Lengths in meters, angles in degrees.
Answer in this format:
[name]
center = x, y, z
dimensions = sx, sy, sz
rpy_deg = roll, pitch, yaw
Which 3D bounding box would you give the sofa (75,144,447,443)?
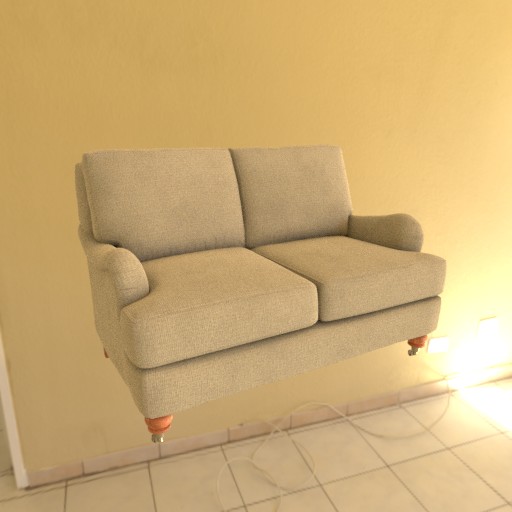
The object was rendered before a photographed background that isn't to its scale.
[sofa]
center = 0.000, 0.000, 2.113
dimensions = 1.480, 0.999, 1.087
rpy_deg = -9, 18, -28
